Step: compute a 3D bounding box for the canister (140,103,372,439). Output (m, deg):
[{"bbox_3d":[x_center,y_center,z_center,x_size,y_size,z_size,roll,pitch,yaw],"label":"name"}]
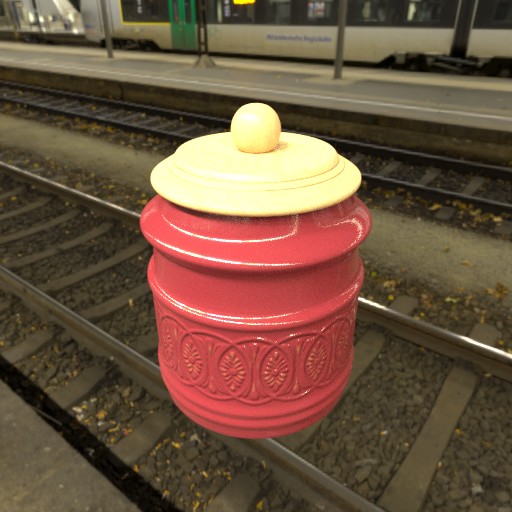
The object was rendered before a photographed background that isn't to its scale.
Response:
[{"bbox_3d":[0.000,0.000,0.268,0.130,0.176,0.130,0,29,0],"label":"canister"}]
